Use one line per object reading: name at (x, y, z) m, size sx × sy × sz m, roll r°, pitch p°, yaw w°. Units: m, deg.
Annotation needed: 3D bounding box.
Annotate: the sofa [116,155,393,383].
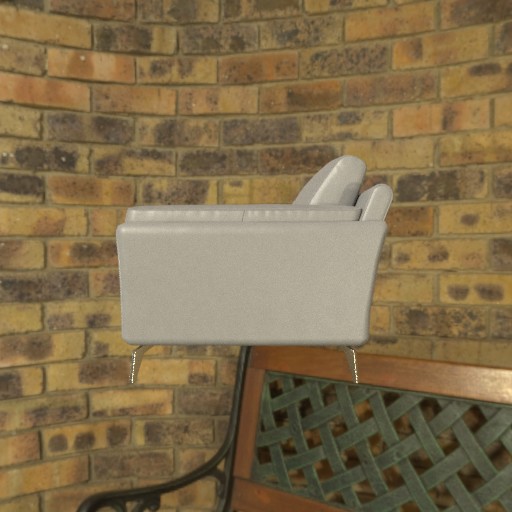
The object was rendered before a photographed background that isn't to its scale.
sofa at (0.000, 0.000, 2.669) m, size 1.049 × 0.930 × 2.101 m, roll 0°, pitch 1°, yaw 0°
